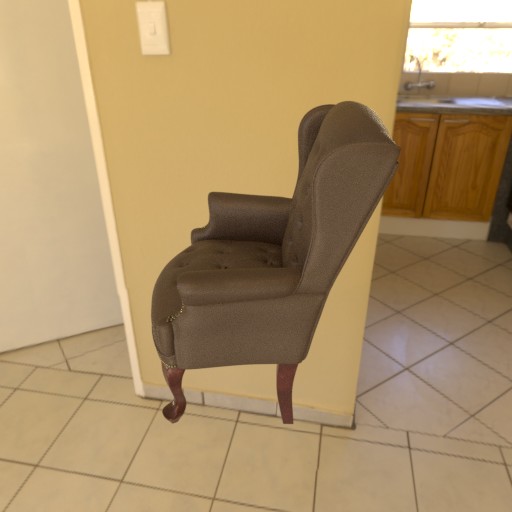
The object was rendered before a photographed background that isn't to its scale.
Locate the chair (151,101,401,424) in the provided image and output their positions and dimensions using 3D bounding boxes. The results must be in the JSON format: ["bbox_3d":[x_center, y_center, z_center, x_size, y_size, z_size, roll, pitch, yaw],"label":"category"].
[{"bbox_3d":[0.000,0.000,1.718,0.819,1.132,0.829,1,27,1],"label":"chair"}]
